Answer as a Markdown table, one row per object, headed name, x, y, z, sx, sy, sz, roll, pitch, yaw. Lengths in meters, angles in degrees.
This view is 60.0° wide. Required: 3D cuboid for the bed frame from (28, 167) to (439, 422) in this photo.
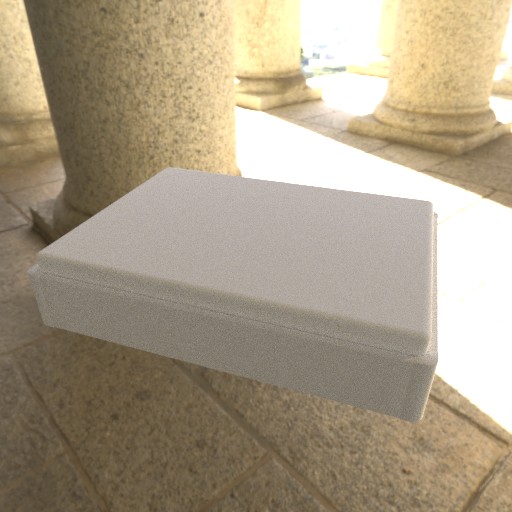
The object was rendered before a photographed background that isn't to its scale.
| name | x | y | z | sx | sy | sz | roll | pitch | yaw |
| --- | --- | --- | --- | --- | --- | --- | --- | --- | --- |
| bed frame | 0.000 | 0.000 | 2.503 | 1.900 | 0.406 | 1.400 | 10 | 33 | 16 |
